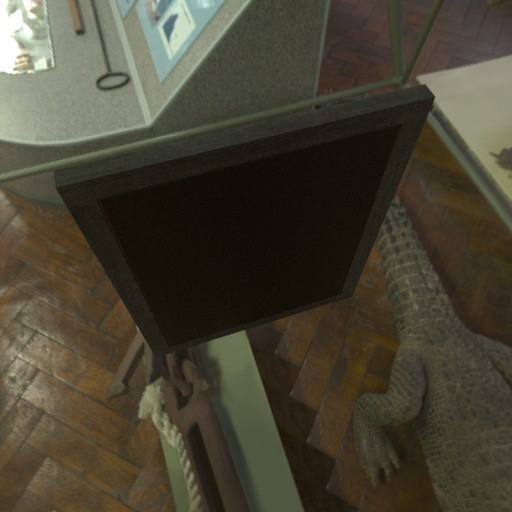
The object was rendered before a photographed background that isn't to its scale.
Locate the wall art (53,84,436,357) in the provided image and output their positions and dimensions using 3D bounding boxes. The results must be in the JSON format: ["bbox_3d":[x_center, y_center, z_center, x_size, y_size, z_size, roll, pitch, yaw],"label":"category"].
[{"bbox_3d":[0.000,0.000,0.785,0.479,0.580,0.027,-16,60,-9],"label":"wall art"}]
